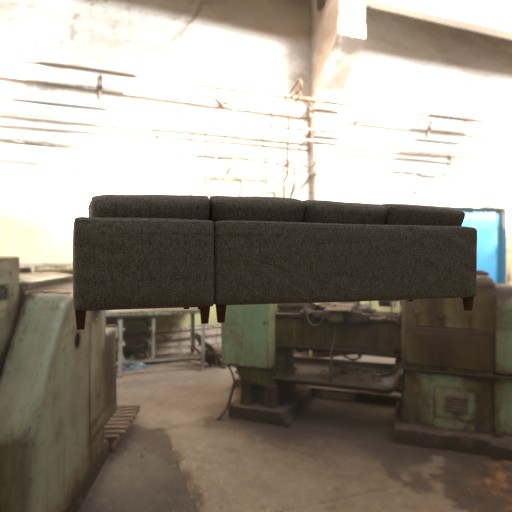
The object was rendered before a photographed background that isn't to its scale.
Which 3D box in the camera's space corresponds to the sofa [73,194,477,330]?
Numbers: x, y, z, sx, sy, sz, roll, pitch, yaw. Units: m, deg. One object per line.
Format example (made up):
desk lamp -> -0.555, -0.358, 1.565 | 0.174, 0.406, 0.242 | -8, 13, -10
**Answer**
sofa -> 0.000, 0.000, 4.555 | 3.302, 0.947, 2.593 | 0, 0, -18
